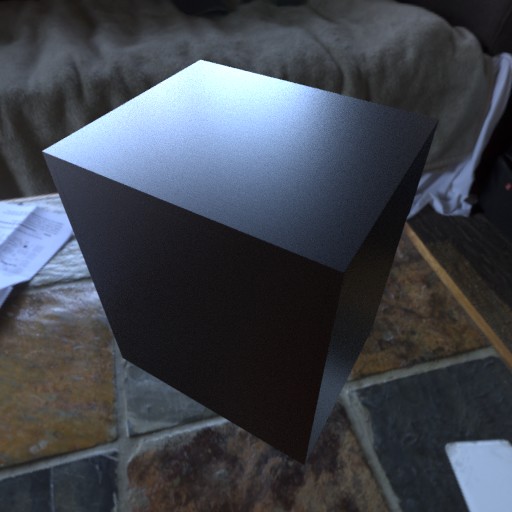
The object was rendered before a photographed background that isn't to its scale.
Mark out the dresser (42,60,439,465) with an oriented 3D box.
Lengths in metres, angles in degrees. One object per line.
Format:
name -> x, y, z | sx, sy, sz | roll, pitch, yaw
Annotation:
dresser -> 0.000, 0.000, 0.750 | 0.400, 0.470, 0.360 | 23, 49, 21
